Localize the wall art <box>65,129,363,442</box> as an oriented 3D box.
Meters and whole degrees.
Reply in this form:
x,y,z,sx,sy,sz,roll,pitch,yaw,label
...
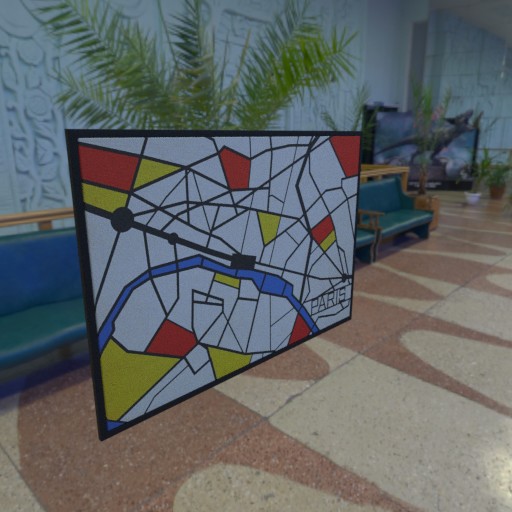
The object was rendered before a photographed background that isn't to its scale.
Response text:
x,y,z,sx,sy,sz,roll,pitch,yaw,label
0.000,0.000,1.218,0.963,0.665,0.013,-14,21,-42,wall art
